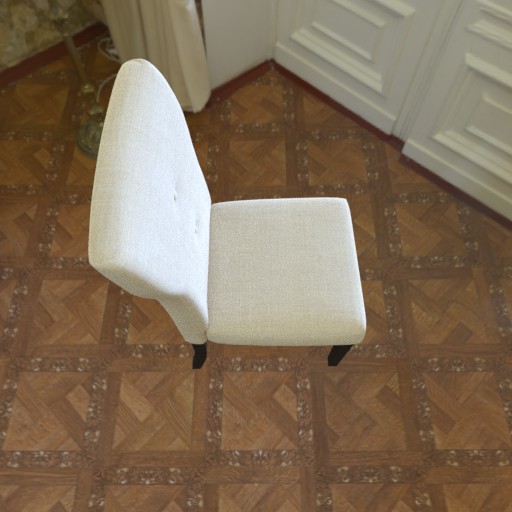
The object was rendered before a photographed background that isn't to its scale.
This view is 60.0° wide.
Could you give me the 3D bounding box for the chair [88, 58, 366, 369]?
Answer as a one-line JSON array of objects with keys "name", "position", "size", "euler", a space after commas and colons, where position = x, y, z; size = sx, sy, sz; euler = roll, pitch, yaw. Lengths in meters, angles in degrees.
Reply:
[{"name": "chair", "position": [0.000, 0.000, 1.241], "size": [0.597, 0.921, 0.509], "euler": [-1, 63, -1]}]
